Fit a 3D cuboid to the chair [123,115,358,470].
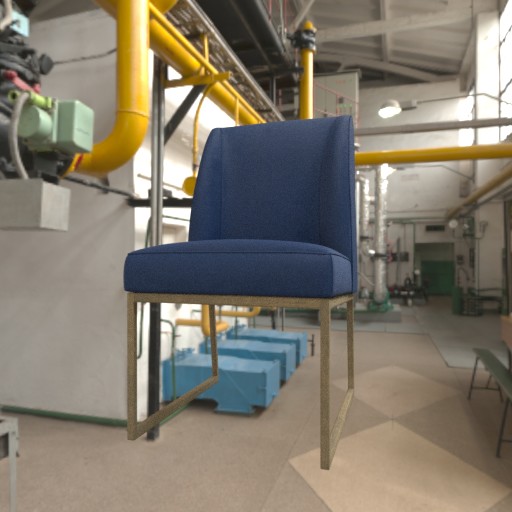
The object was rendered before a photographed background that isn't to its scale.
[{"bbox_3d":[0.000,0.000,1.202,0.508,0.863,0.522,0,0,18],"label":"chair"}]
